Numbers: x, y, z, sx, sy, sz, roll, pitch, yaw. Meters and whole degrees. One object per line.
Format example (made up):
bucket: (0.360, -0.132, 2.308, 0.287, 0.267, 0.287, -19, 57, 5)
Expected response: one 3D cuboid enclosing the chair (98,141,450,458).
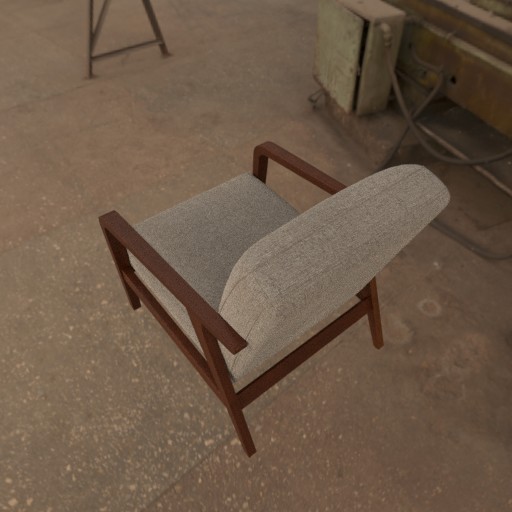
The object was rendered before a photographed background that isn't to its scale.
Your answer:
chair: (0.000, 0.000, 1.464, 0.704, 0.847, 0.858, -30, 53, -26)
